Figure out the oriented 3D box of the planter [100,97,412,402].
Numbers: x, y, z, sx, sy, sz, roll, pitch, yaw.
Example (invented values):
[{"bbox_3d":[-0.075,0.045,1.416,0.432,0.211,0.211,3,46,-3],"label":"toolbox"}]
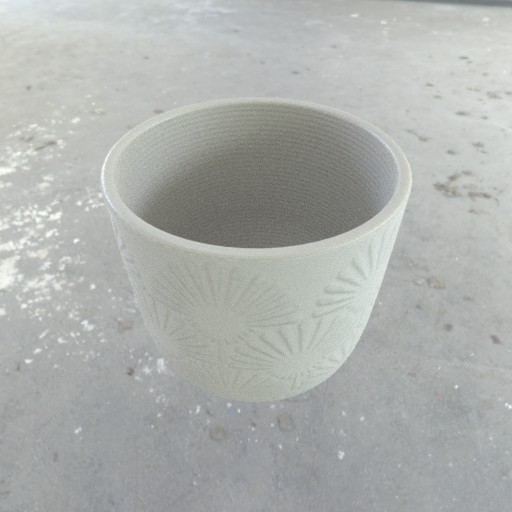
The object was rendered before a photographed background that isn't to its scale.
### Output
[{"bbox_3d":[0.000,0.000,0.217,0.124,0.109,0.124,0,42,0],"label":"planter"}]
